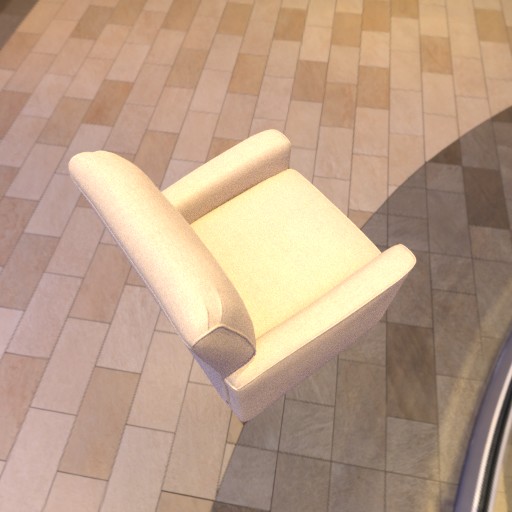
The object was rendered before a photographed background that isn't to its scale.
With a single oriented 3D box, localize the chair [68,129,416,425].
[{"bbox_3d":[0.000,0.000,1.643,0.858,1.023,0.841,-32,64,-18],"label":"chair"}]
